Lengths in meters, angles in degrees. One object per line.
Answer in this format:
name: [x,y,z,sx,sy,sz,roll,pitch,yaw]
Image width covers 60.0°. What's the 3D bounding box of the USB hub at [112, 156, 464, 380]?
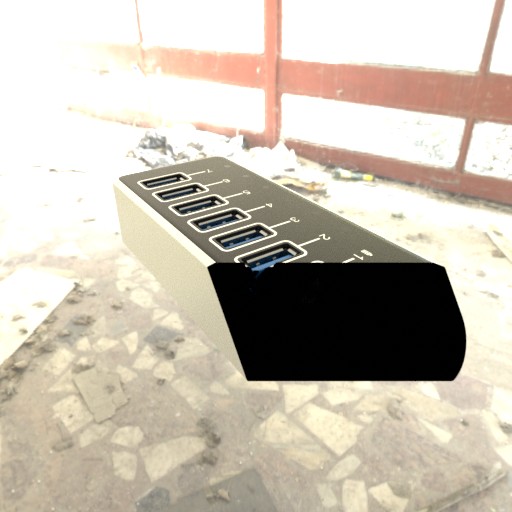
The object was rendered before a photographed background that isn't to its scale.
USB hub: [0.000,0.000,0.125,0.044,0.023,0.110,-19,36,-29]
